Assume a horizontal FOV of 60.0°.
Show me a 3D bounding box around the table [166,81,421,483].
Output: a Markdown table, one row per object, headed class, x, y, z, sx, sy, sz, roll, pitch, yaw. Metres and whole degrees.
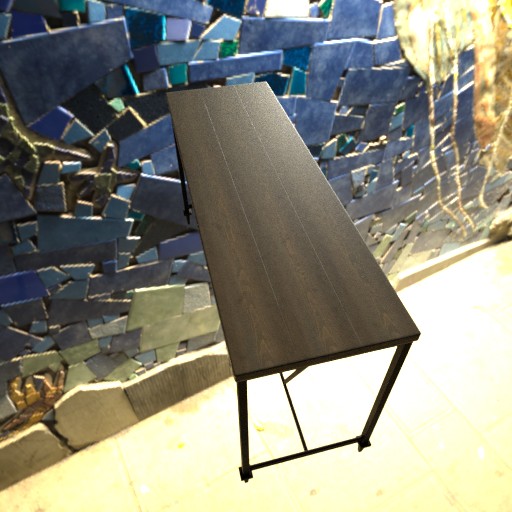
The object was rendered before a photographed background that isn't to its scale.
| class | x | y | z | sx | sy | sz | roll | pitch | yaw |
| --- | --- | --- | --- | --- | --- | --- | --- | --- | --- |
| table | 0.000 | 0.000 | 2.111 | 0.551 | 0.902 | 1.700 | -10 | 46 | -10 |
